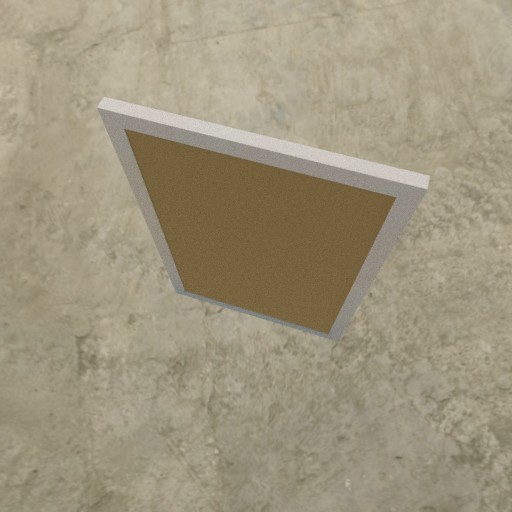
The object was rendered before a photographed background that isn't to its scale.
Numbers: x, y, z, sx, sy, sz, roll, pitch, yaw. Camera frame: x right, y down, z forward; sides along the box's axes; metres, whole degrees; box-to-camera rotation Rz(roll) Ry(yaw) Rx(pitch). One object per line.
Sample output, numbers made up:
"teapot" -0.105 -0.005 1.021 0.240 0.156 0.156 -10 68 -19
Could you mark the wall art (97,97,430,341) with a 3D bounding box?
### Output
"wall art" 0.000 0.000 1.495 0.764 1.143 0.038 16 64 8
